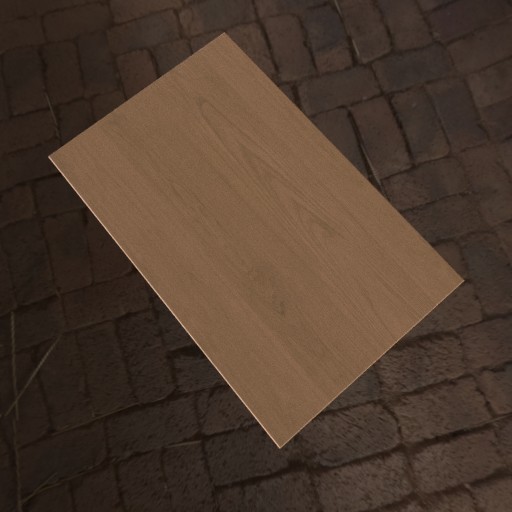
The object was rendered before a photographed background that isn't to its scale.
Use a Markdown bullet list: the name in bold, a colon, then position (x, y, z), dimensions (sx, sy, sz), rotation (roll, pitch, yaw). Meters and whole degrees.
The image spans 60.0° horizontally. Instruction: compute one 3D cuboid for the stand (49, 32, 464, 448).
- **stand**: position (0.000, 0.000, 0.996), dimensions (0.400, 0.600, 0.630), rotation (-39, 79, -9)
